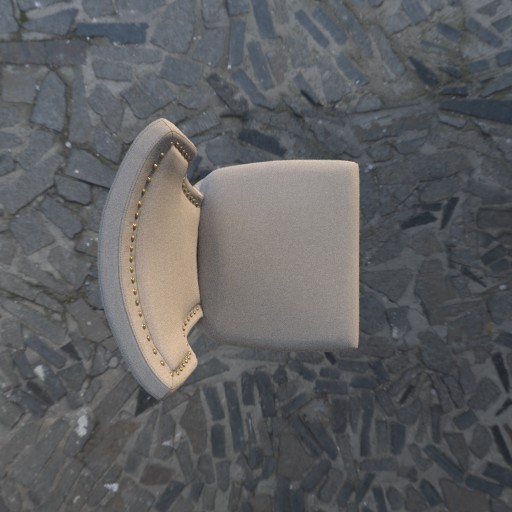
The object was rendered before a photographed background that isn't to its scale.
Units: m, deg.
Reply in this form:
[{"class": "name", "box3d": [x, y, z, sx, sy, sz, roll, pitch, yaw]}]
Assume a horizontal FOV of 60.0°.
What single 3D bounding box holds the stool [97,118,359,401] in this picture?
[{"class": "stool", "box3d": [0.000, 0.000, 1.288, 0.563, 0.982, 0.527, 0, 91, 2]}]
